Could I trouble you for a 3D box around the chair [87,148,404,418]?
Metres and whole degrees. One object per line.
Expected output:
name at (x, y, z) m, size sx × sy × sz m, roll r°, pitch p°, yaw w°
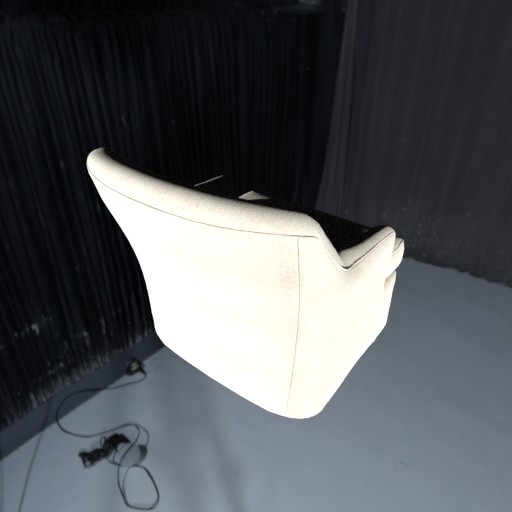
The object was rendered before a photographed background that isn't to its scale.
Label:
chair at (0.000, 0.000, 1.612) m, size 0.864 × 0.856 × 0.923 m, roll 23°, pitch 38°, yaw 32°
